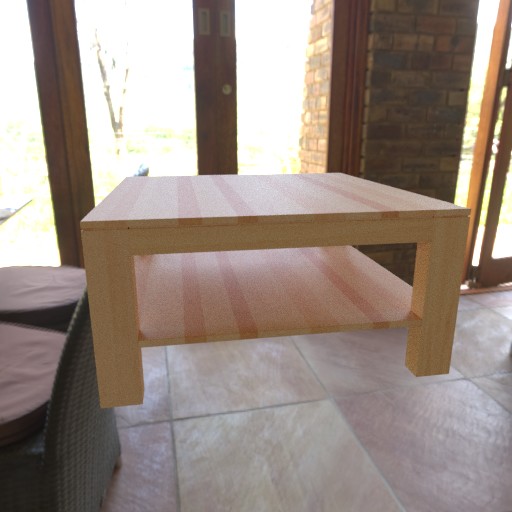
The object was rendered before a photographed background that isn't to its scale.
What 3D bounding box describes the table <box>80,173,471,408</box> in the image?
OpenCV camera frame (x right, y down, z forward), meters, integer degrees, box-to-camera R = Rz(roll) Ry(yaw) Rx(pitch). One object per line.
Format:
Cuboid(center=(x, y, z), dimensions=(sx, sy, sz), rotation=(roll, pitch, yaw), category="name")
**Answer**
Cuboid(center=(0.000, 0.000, 1.484), dimensions=(0.900, 0.450, 0.900), rotation=(-3, 16, -9), category="table")
